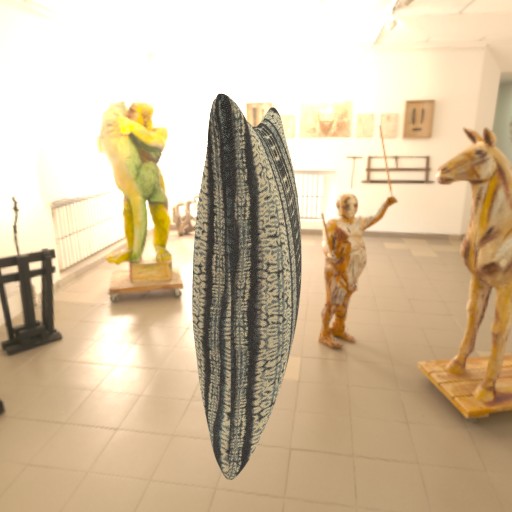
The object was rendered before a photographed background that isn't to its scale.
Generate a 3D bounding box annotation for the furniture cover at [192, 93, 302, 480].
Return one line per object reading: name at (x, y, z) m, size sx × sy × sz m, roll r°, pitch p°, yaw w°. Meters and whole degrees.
furniture cover at (0.000, 0.000, 0.662) m, size 0.133 × 0.435 × 0.425 m, roll 2°, pitch 17°, yaw 8°
